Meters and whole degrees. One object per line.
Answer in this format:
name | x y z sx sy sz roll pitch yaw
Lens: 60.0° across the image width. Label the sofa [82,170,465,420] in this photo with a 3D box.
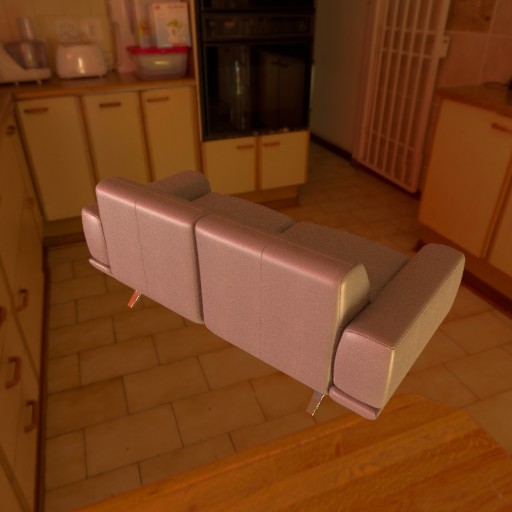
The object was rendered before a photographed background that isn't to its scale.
sofa | 0.000 0.000 2.393 1.901 0.772 0.900 22 37 32
